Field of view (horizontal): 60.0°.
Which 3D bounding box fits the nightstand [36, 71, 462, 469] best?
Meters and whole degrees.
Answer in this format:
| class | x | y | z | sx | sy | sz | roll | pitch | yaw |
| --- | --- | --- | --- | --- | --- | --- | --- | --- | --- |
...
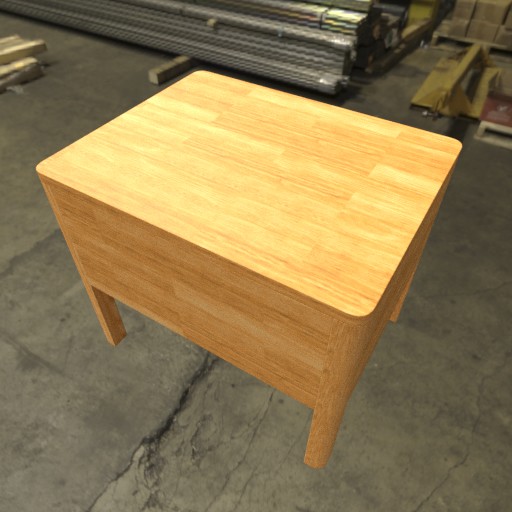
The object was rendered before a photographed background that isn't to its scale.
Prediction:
| class | x | y | z | sx | sy | sz | roll | pitch | yaw |
| --- | --- | --- | --- | --- | --- | --- | --- | --- | --- |
| nightstand | 0.000 | 0.000 | 0.889 | 0.560 | 0.470 | 0.440 | 24 | 50 | 22 |
